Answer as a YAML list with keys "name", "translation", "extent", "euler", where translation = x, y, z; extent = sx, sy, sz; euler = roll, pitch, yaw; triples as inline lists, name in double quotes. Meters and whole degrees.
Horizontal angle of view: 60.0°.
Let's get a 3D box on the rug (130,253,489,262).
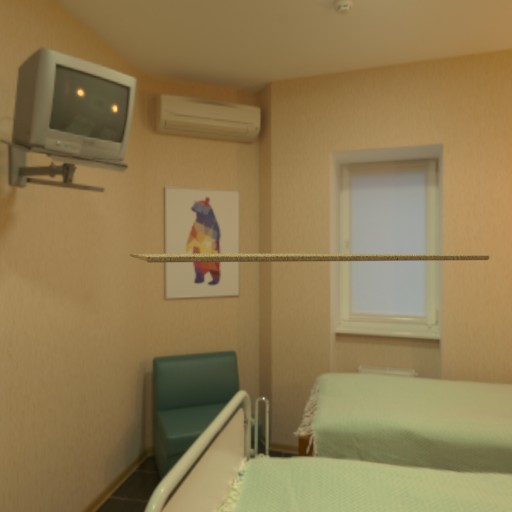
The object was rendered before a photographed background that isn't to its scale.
- name: "rug"
  translation: [0.000, 0.000, 3.413]
  extent: [1.800, 0.025, 2.699]
  euler: [0, 1, -17]
